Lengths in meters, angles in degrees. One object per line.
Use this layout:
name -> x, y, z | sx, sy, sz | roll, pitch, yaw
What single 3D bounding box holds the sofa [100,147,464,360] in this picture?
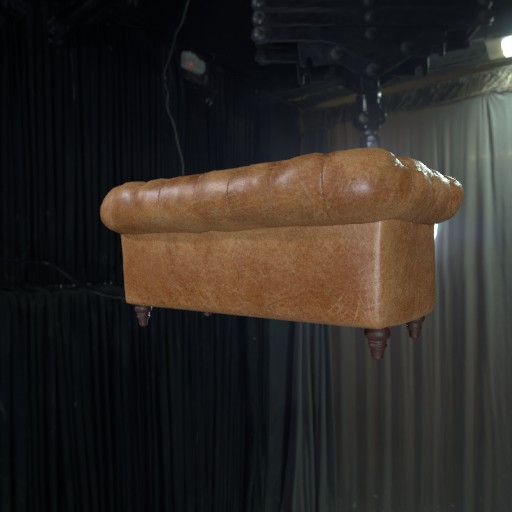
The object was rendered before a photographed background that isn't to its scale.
sofa -> 0.000, 0.000, 2.480 | 1.979, 0.877, 1.042 | 0, 0, 37
